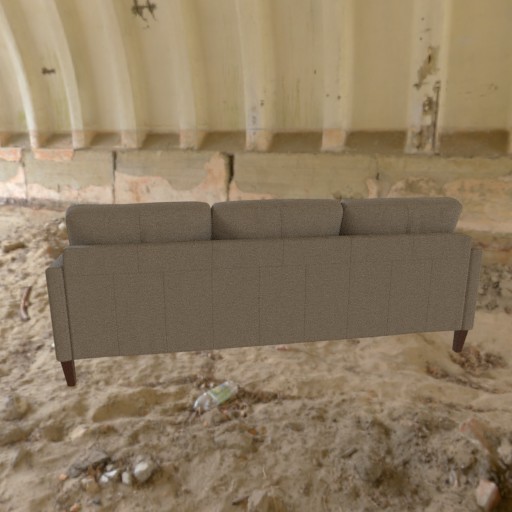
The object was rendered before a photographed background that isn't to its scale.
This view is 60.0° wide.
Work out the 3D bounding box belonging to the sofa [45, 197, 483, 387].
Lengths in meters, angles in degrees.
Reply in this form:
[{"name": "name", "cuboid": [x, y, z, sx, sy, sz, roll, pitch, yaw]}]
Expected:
[{"name": "sofa", "cuboid": [0.000, 0.000, 2.891, 2.178, 0.875, 1.506, -2, 14, -10]}]
